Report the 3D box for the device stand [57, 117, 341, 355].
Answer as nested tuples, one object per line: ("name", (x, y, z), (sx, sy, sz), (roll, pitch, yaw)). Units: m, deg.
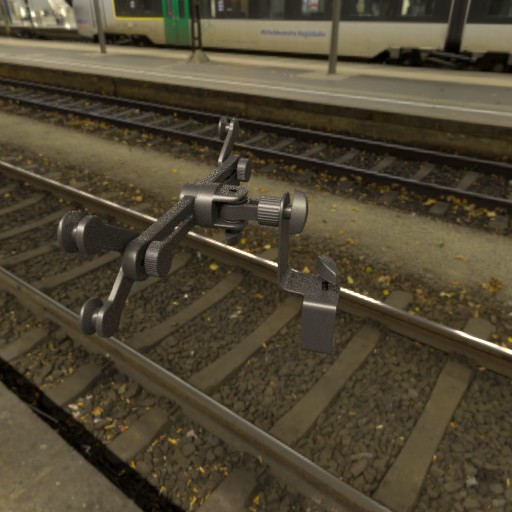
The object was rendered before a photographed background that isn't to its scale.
("device stand", (0.000, 0.000, 0.366), (0.142, 0.166, 0.270), (8, 30, 14))
